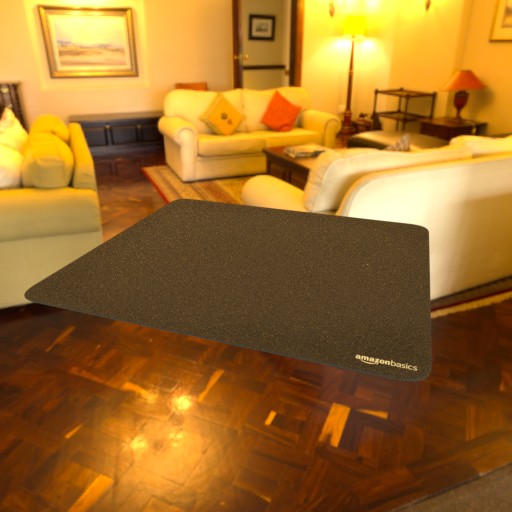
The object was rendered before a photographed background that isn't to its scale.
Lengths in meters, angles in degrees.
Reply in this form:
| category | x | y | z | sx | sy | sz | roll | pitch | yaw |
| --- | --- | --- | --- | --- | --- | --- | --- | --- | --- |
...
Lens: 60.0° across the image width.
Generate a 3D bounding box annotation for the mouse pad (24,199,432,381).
| category | x | y | z | sx | sy | sz | roll | pitch | yaw |
| --- | --- | --- | --- | --- | --- | --- | --- | --- | --- |
| mouse pad | 0.000 | 0.000 | 0.609 | 0.451 | 0.002 | 0.393 | 8 | 27 | 17 |
